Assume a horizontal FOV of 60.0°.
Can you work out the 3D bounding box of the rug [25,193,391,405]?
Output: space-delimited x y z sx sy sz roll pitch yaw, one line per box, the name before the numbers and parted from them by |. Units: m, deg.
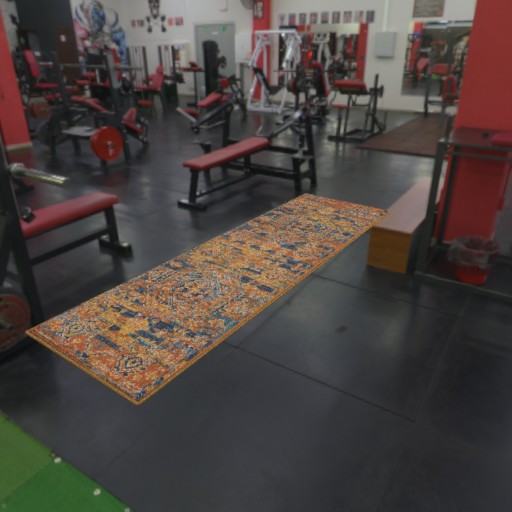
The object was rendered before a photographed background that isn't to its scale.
rug | 0.000 0.000 1.969 0.556 0.013 1.820 18 31 32
